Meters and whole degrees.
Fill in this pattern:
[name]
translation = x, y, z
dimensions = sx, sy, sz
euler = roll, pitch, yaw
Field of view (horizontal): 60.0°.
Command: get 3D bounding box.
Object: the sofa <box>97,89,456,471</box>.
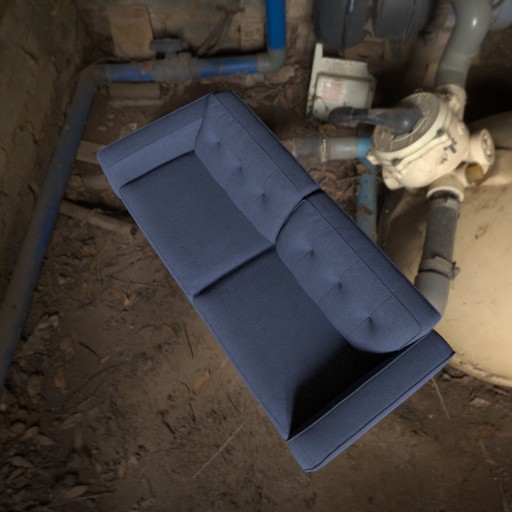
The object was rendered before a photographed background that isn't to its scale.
[sofa]
translation = 0.000, 0.000, 2.698
dimensions = 0.953, 0.782, 2.270
euler = -32, 68, -15
